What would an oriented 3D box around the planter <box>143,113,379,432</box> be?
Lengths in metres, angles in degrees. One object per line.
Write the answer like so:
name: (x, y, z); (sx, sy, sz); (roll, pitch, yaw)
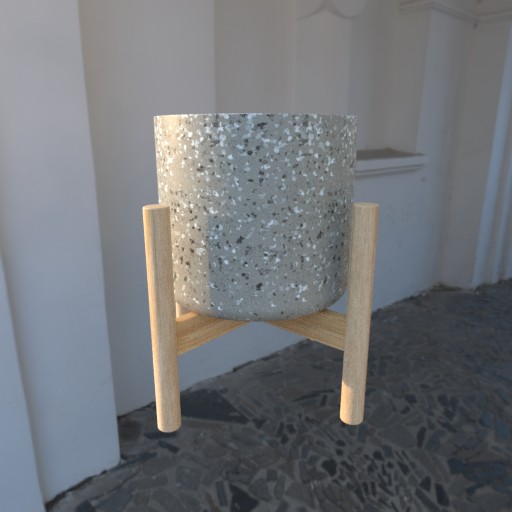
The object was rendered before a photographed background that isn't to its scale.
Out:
planter: (0.000, 0.000, 0.536); (0.284, 0.320, 0.284); (-8, 17, -25)
